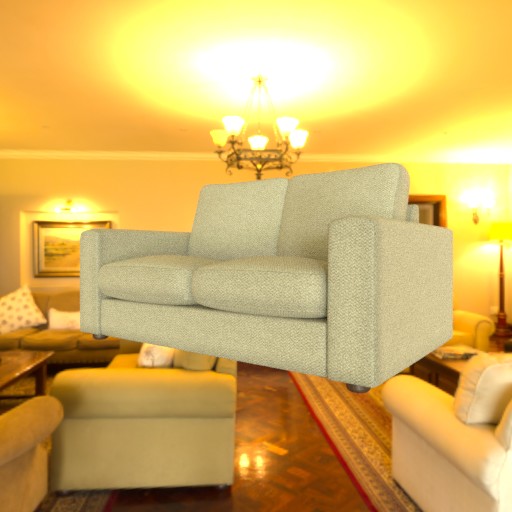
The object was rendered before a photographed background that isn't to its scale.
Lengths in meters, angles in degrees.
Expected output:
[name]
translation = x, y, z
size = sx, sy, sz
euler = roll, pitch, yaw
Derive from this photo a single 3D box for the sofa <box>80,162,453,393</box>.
[sofa]
translation = 0.000, 0.000, 2.202
size = 1.616, 0.873, 1.016
euler = 1, 1, 37
